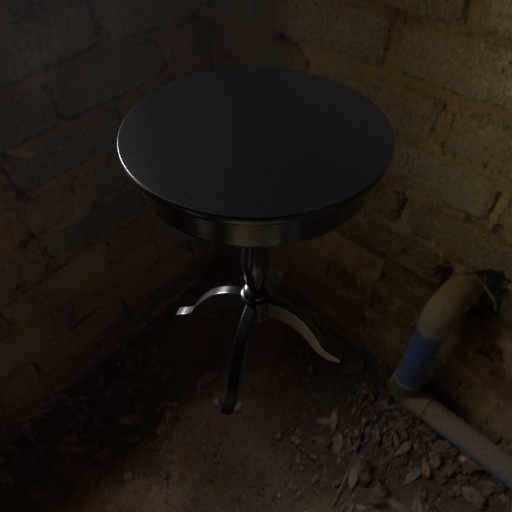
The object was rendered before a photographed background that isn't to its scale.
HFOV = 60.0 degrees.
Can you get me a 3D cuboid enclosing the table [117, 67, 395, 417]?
[{"bbox_3d":[0.000,0.000,1.017,0.481,0.665,0.481,0,47,0],"label":"table"}]
